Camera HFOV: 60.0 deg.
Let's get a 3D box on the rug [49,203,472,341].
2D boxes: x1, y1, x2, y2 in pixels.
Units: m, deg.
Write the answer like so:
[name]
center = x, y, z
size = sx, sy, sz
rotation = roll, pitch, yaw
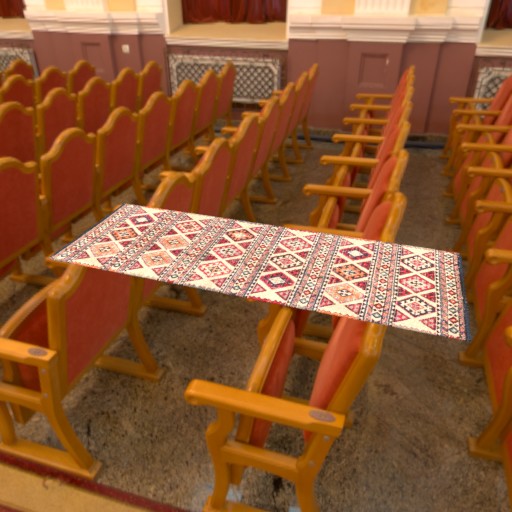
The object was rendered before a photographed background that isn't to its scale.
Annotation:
[rug]
center = 0.000, 0.000, 2.684
size = 2.362, 0.008, 0.832
rotation = 10, 33, 15
